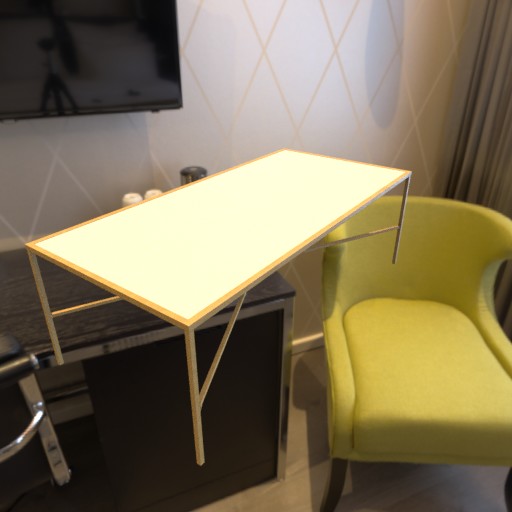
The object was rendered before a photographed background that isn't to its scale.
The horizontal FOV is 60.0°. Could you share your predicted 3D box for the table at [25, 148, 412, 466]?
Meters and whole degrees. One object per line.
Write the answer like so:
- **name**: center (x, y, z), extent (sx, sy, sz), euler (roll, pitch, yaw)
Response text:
- **table**: center (0.000, 0.000, 1.504), extent (0.580, 0.398, 1.206), euler (19, 33, 32)
